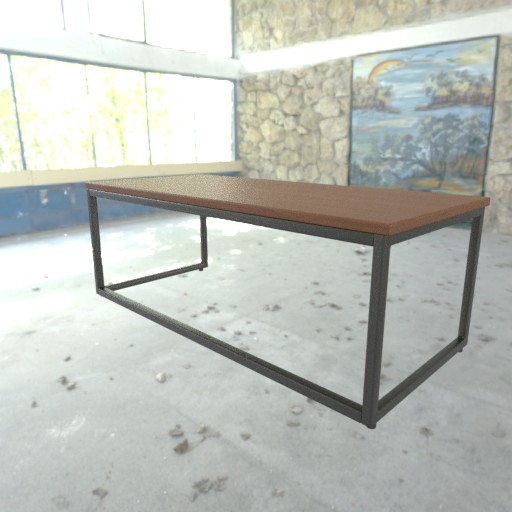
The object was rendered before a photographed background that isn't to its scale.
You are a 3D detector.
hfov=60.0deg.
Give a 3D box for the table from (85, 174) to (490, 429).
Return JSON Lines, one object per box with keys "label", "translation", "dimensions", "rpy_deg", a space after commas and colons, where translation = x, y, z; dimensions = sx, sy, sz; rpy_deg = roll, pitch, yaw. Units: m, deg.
{"label": "table", "translation": [0.000, 0.000, 1.321], "dimensions": [1.100, 0.400, 0.500], "rpy_deg": [14, 20, 42]}
